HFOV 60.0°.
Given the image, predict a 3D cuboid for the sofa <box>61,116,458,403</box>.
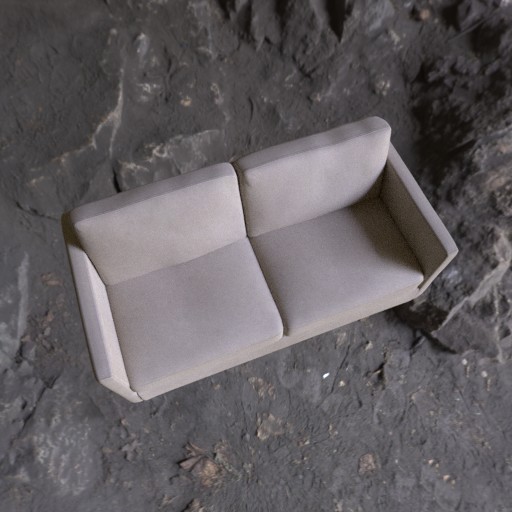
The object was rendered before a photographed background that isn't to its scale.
[{"bbox_3d":[0.000,0.000,2.465,1.846,0.940,0.950,-19,66,-9],"label":"sofa"}]
